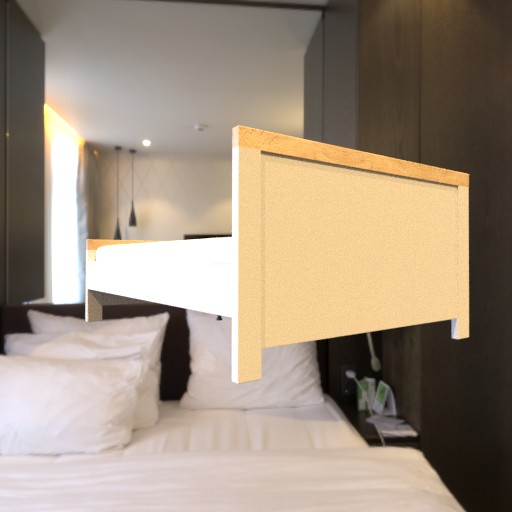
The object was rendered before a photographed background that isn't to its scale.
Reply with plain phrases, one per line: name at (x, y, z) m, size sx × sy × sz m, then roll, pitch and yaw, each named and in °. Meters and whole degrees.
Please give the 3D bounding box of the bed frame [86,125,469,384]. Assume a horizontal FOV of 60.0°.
bed frame at (0.000, 0.000, 2.993) m, size 1.670 × 0.980 × 2.050 m, roll 0°, pitch 0°, yaw -36°
